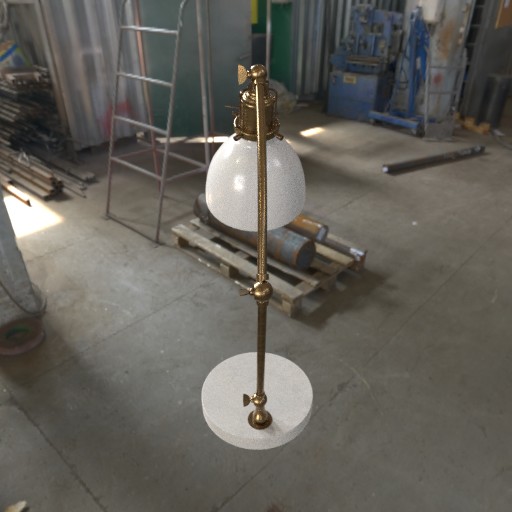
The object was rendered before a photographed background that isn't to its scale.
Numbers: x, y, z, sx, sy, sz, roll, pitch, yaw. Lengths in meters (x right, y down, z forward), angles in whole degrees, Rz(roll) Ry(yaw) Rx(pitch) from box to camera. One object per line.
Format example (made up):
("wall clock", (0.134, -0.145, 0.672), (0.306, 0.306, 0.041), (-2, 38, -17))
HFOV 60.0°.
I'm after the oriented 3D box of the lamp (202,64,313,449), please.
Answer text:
("lamp", (0.000, 0.000, 0.660), (0.186, 0.522, 0.317), (-1, 31, -2))
